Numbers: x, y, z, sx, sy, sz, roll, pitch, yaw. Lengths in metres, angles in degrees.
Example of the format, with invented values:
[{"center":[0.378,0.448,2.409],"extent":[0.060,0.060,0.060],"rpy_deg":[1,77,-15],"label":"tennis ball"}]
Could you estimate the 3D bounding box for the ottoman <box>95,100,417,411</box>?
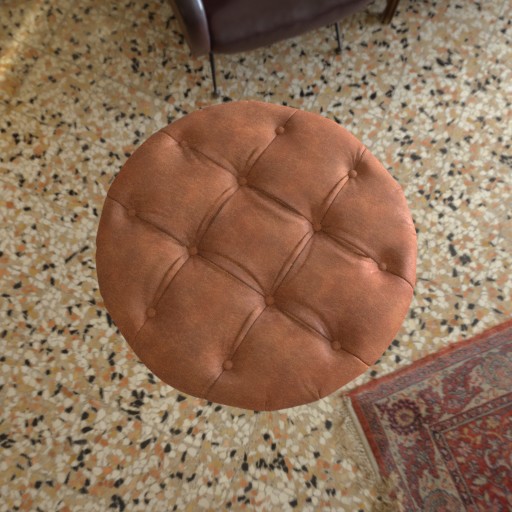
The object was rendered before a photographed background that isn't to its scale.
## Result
[{"center":[0.000,0.000,1.384],"extent":[0.901,0.444,0.901],"rpy_deg":[0,76,0],"label":"ottoman"}]
